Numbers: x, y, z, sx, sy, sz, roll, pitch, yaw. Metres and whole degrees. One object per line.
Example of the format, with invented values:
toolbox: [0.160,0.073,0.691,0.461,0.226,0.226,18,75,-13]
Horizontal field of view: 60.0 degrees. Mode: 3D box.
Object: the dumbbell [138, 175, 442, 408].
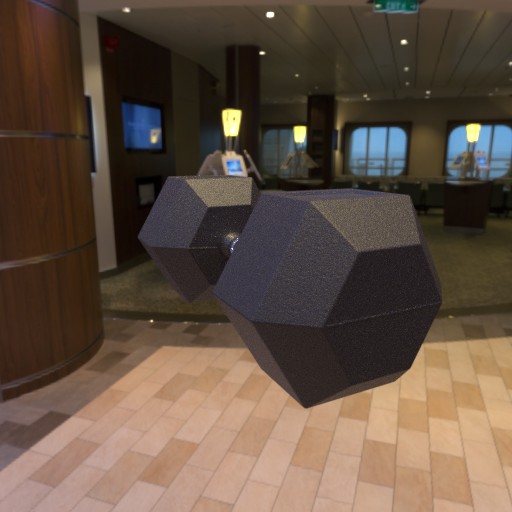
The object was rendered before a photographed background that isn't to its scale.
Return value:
dumbbell: [0.000,0.000,0.462,0.173,0.150,0.384,-7,15,-26]
